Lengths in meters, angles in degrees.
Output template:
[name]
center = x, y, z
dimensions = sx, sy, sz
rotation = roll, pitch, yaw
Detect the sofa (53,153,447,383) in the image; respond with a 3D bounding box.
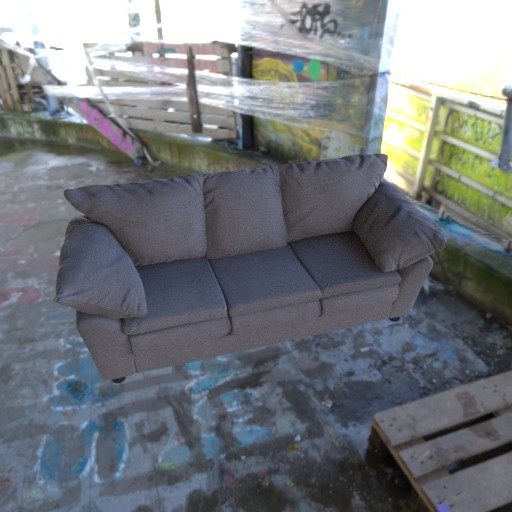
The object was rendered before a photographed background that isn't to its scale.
[sofa]
center = 0.000, 0.000, 2.959
dimensions = 2.390, 1.043, 0.927
rotation = -9, 32, -15
